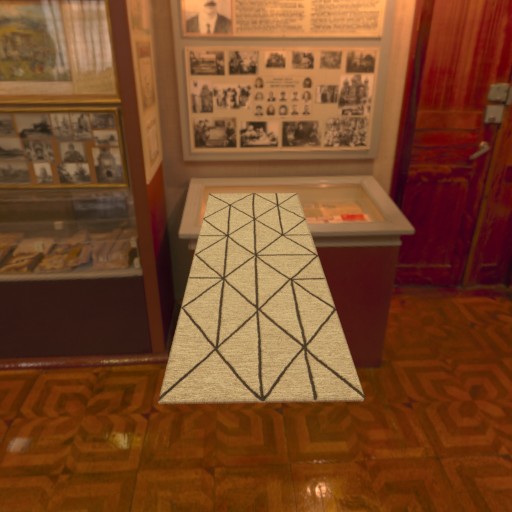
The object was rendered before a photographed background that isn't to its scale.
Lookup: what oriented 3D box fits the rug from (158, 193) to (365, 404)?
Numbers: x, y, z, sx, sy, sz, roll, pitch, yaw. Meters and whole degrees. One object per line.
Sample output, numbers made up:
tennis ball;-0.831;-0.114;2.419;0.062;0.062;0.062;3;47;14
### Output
rug;0.000;0.000;2.719;0.762;0.012;2.438;0;26;-1
